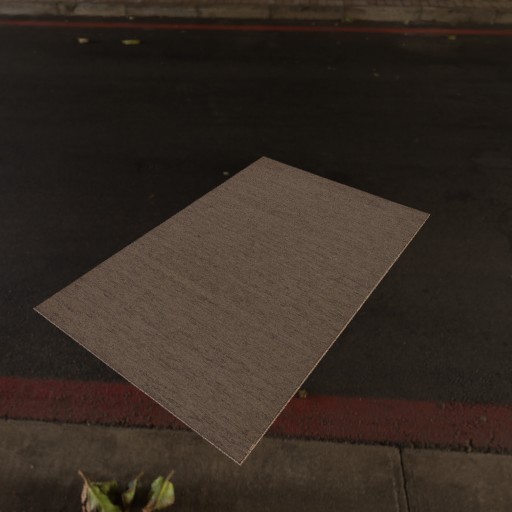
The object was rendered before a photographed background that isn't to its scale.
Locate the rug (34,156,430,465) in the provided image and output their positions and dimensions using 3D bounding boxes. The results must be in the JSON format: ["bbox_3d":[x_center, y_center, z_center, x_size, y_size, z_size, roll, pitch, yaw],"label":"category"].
[{"bbox_3d":[0.000,0.000,2.356,1.225,0.013,1.840,26,47,27],"label":"rug"}]
